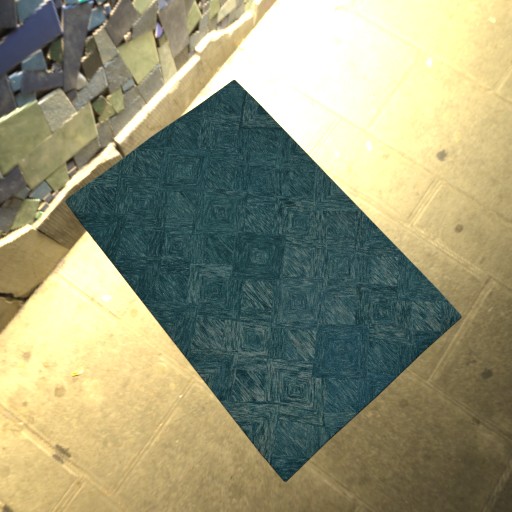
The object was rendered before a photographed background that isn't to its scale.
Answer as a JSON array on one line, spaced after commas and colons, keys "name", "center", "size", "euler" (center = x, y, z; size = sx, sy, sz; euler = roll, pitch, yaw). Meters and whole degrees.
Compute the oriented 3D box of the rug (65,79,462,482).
[{"name": "rug", "center": [0.000, 0.000, 2.193], "size": [1.136, 0.017, 1.728], "euler": [-39, 78, -10]}]
